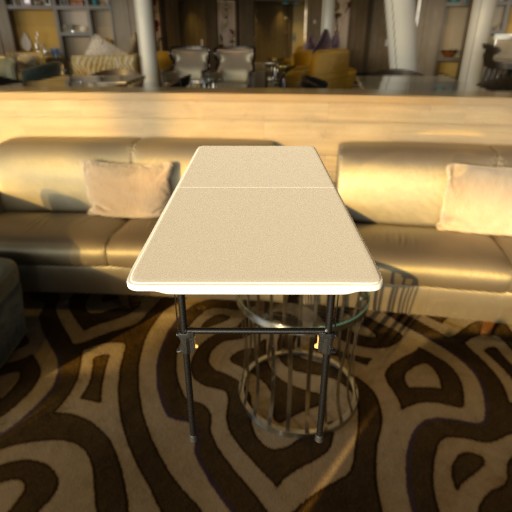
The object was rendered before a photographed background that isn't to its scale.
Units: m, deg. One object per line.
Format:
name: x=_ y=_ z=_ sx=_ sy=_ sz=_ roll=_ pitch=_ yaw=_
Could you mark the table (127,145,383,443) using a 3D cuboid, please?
table: x=0.000 y=0.000 z=2.248 sx=0.761 sy=0.719 sz=1.829 roll=0 pitch=26 yaw=0
